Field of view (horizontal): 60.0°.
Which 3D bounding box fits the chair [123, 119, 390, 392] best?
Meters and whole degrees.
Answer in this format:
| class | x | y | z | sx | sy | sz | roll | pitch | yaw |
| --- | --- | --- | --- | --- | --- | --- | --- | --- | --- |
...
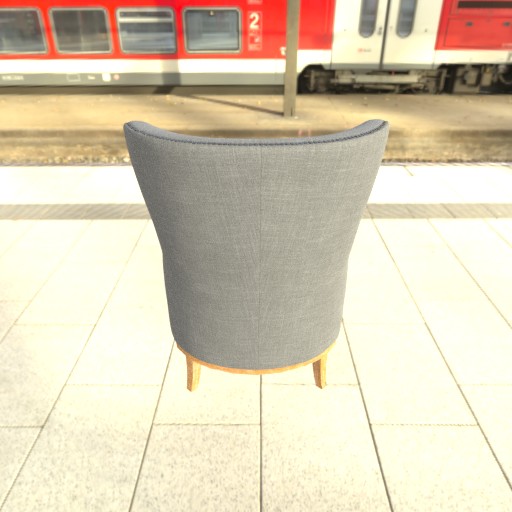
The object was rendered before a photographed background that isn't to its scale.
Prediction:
| class | x | y | z | sx | sy | sz | roll | pitch | yaw |
| --- | --- | --- | --- | --- | --- | --- | --- | --- | --- |
| chair | 0.000 | 0.000 | 1.828 | 0.864 | 1.176 | 0.883 | -1 | 30 | -1 |
